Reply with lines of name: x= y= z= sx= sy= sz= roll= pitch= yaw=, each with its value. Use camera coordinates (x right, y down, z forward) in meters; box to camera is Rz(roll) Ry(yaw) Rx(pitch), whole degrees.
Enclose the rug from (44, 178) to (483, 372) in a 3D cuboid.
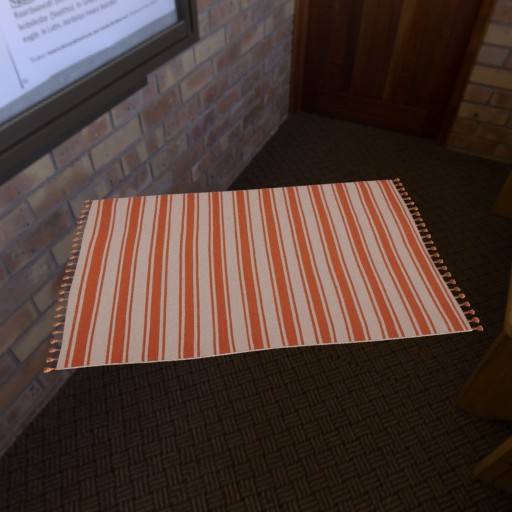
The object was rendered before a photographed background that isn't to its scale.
rug: x=0.000 y=0.000 z=2.485 sx=2.092 sy=0.017 sz=1.232 roll=-5 pitch=46 yaw=-4
